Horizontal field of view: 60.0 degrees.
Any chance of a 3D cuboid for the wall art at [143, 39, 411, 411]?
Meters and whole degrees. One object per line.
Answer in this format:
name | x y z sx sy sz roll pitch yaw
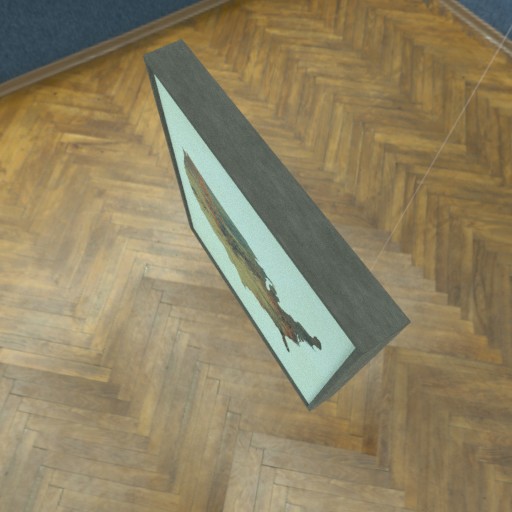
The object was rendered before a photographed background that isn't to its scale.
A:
wall art | 0.000 0.000 0.463 0.038 0.302 0.303 -30 68 -13
